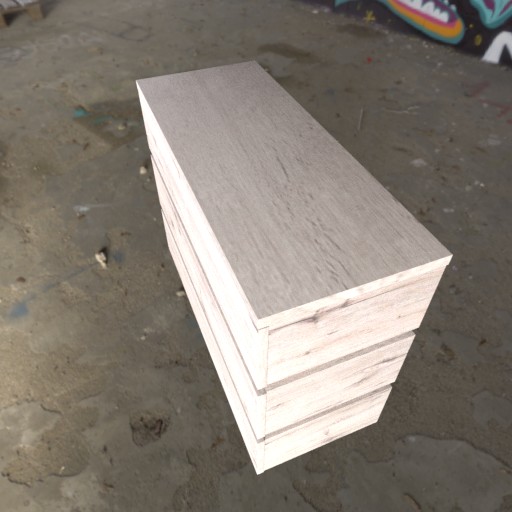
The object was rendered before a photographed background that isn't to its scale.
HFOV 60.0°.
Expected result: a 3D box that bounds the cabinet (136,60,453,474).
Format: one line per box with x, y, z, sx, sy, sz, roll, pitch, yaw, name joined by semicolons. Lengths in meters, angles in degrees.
0.000;0.000;1.455;0.420;0.820;1.040;-16;48;-15;cabinet
